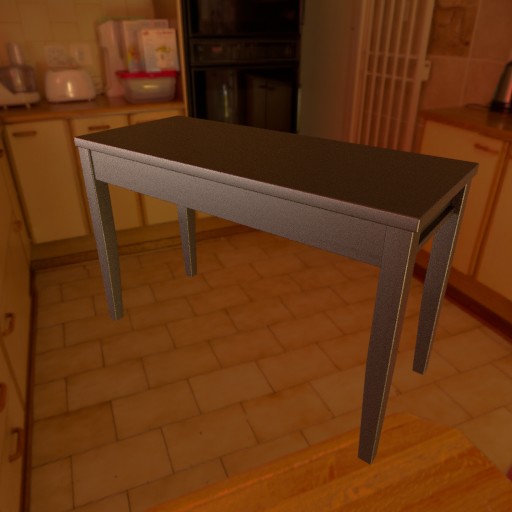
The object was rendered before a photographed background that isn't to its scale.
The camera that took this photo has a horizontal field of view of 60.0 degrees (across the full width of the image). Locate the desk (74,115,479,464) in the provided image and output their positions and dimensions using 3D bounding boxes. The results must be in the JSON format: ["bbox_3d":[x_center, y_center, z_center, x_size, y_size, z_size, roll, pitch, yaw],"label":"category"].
[{"bbox_3d":[0.000,0.000,1.592,1.220,0.775,0.508,19,33,32],"label":"desk"}]
